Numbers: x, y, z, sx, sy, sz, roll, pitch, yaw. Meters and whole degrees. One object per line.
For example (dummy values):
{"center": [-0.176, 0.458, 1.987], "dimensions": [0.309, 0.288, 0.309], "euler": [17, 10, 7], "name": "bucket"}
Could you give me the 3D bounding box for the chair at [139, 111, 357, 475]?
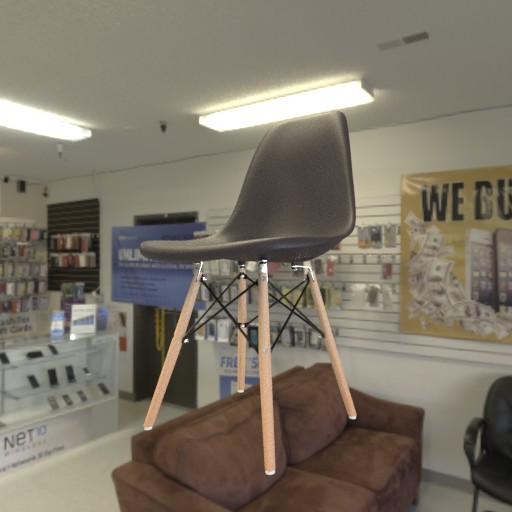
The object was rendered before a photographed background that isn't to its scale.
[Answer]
{"center": [0.000, 0.000, 1.107], "dimensions": [0.470, 0.825, 0.533], "euler": [0, 0, 37], "name": "chair"}
